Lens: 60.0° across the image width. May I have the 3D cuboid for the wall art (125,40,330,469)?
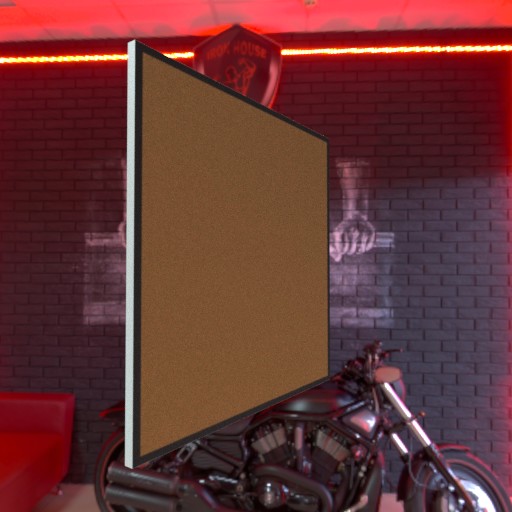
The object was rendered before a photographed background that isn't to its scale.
[{"bbox_3d":[0.000,0.000,1.160,0.022,0.803,0.805,-1,-2,36],"label":"wall art"}]
